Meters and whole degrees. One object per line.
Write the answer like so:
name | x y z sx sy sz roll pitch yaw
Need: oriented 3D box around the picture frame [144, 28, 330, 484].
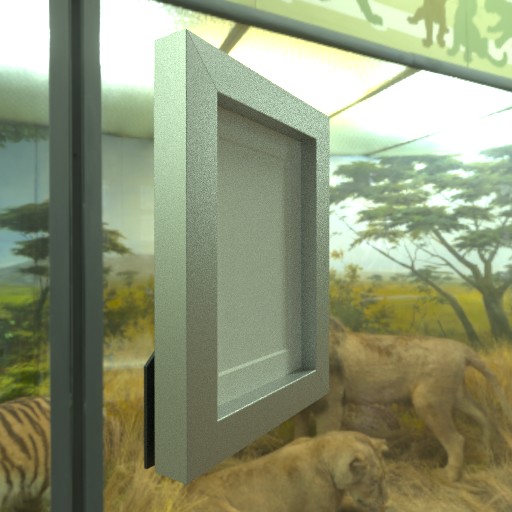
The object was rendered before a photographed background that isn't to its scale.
picture frame | 0.000 0.000 0.275 0.028 0.208 0.157 0 1 33
